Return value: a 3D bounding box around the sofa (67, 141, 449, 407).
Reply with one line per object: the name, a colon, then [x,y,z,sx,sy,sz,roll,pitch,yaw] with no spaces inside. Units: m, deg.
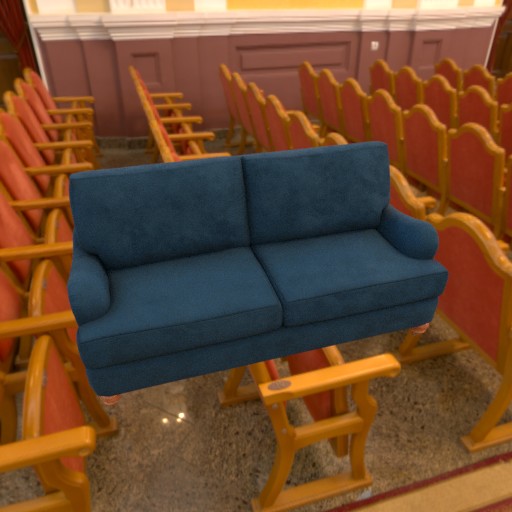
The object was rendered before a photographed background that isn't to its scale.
sofa: [0.000,0.000,2.760,2.141,1.101,1.084,-9,33,-14]
